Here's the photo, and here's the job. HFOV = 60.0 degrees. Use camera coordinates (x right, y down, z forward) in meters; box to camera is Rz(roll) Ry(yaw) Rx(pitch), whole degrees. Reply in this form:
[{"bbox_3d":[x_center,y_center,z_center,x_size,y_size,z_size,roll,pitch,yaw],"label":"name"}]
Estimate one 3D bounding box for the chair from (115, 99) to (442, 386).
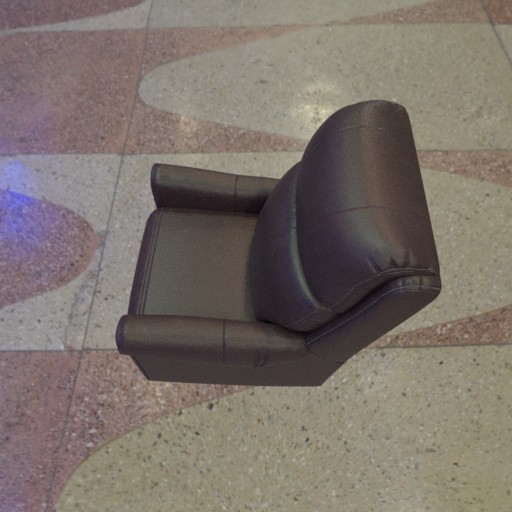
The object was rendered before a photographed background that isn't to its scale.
[{"bbox_3d":[0.000,0.000,1.730,1.014,1.054,0.838,2,58,1],"label":"chair"}]
